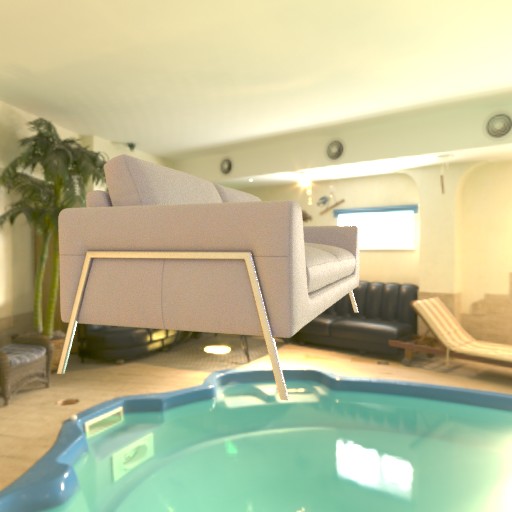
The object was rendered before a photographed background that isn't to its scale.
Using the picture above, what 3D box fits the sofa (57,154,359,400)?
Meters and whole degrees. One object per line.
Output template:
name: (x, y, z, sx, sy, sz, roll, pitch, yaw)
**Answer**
sofa: (0.000, 0.000, 2.503, 0.953, 0.875, 2.017, 0, 1, 19)
